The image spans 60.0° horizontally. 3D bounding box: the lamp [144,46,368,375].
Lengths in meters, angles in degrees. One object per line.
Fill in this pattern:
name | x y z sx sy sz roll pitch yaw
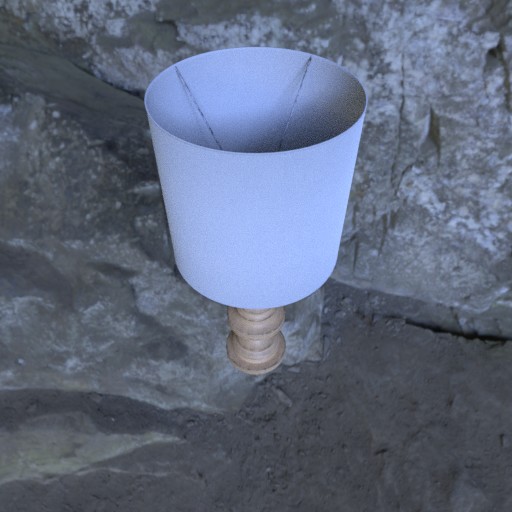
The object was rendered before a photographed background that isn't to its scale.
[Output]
lamp | 0.000 0.000 0.585 0.208 0.455 0.208 11 48 10
